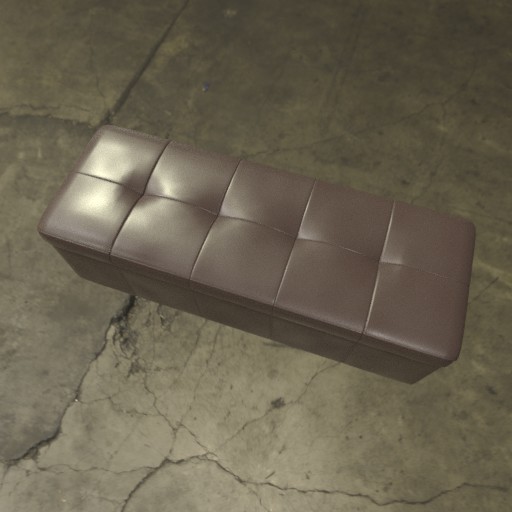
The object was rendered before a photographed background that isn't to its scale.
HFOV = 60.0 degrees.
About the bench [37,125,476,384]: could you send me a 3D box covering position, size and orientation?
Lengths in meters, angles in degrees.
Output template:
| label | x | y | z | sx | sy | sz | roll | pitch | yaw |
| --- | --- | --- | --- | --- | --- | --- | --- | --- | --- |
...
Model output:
| label | x | y | z | sx | sy | sz | roll | pitch | yaw |
| --- | --- | --- | --- | --- | --- | --- | --- | --- | --- |
| bench | 0.000 | 0.000 | 1.448 | 1.219 | 0.417 | 0.450 | 17 | 64 | 8 |
